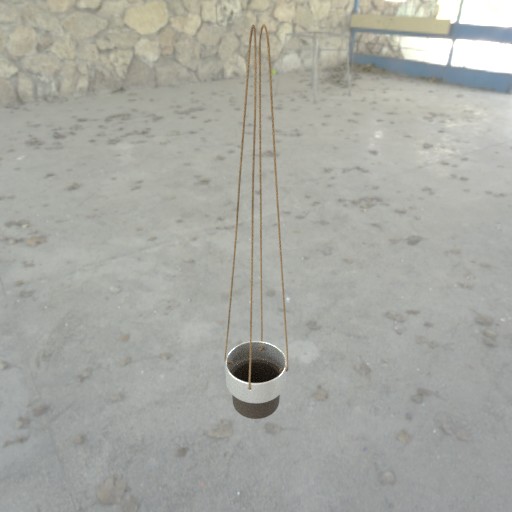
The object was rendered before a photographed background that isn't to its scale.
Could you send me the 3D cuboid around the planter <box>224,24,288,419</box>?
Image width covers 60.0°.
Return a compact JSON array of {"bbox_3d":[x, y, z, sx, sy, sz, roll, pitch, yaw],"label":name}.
[{"bbox_3d":[0.000,0.000,1.158,0.187,1.073,0.187,-18,35,-28],"label":"planter"}]
